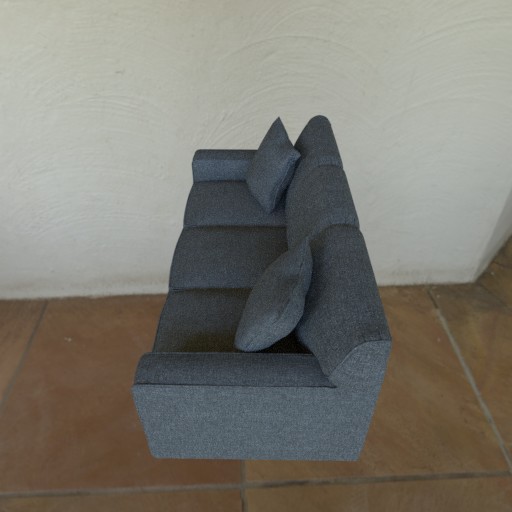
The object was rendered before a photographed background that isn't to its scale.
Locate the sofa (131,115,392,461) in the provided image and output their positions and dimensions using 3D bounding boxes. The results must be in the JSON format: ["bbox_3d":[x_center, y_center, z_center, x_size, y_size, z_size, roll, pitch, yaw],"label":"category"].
[{"bbox_3d":[0.000,0.000,2.542,0.997,0.958,2.024,1,39,1],"label":"sofa"}]
